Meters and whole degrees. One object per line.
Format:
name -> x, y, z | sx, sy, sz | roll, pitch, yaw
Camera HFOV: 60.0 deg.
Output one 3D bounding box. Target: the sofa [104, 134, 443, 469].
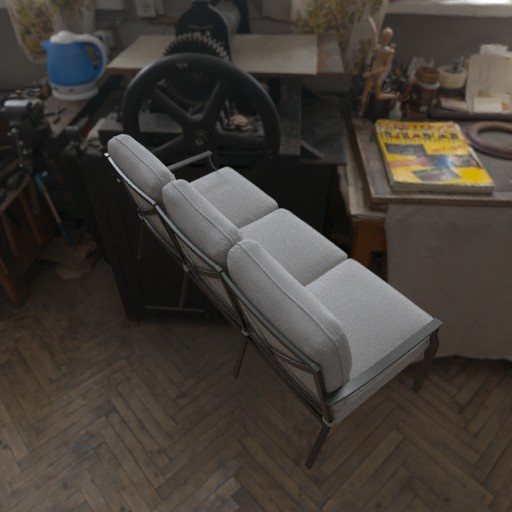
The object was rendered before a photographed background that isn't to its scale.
sofa -> 0.000, 0.000, 2.224 | 0.787, 0.860, 1.740 | -26, 48, -26
